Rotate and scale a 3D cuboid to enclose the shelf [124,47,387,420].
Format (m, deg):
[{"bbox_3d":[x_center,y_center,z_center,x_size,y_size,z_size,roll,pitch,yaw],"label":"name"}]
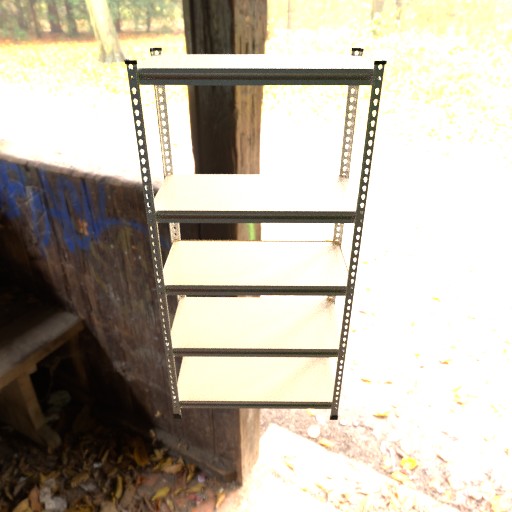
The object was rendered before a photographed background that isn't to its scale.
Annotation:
[{"bbox_3d":[0.000,0.000,2.186,0.914,1.829,0.457,0,30,0],"label":"shelf"}]
